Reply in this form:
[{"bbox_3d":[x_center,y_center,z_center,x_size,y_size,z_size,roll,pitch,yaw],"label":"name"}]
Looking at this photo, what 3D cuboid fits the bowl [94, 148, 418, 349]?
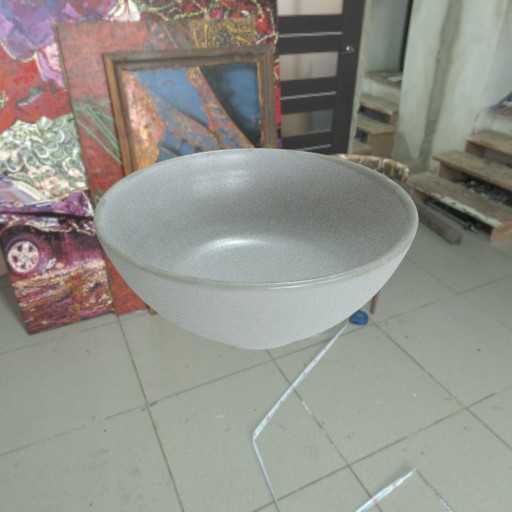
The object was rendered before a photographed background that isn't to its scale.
[{"bbox_3d":[0.000,0.000,0.413,0.268,0.121,0.268,0,31,0],"label":"bowl"}]
